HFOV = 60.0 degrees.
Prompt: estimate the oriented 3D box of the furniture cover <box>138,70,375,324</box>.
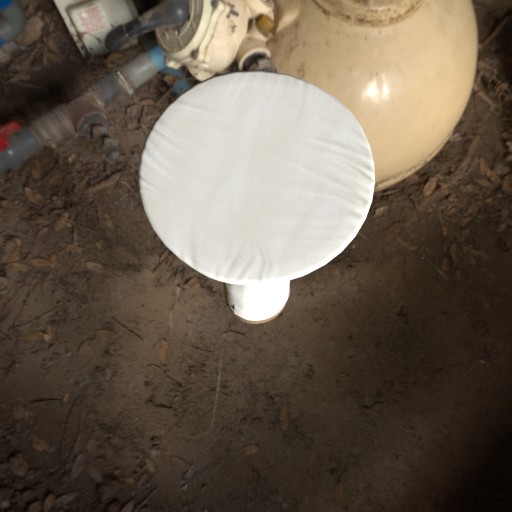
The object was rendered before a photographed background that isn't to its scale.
[{"bbox_3d":[0.000,0.000,2.862,0.914,2.413,0.914,16,75,5],"label":"furniture cover"}]
